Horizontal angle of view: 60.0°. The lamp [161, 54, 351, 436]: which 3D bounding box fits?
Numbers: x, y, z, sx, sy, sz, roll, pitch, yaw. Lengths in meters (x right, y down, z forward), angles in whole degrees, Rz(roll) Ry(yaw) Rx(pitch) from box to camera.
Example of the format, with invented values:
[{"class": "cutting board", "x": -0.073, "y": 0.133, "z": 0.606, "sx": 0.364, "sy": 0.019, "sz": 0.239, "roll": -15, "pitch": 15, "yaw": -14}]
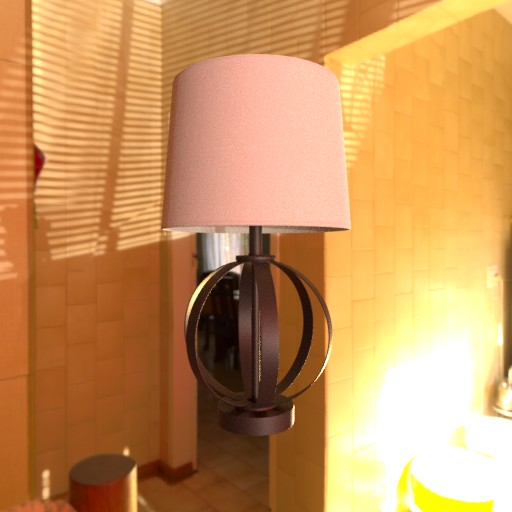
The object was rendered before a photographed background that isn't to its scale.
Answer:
[{"class": "lamp", "x": 0.000, "y": 0.000, "z": 0.684, "sx": 0.286, "sy": 0.510, "sz": 0.286, "roll": 0, "pitch": 1, "yaw": 0}]
